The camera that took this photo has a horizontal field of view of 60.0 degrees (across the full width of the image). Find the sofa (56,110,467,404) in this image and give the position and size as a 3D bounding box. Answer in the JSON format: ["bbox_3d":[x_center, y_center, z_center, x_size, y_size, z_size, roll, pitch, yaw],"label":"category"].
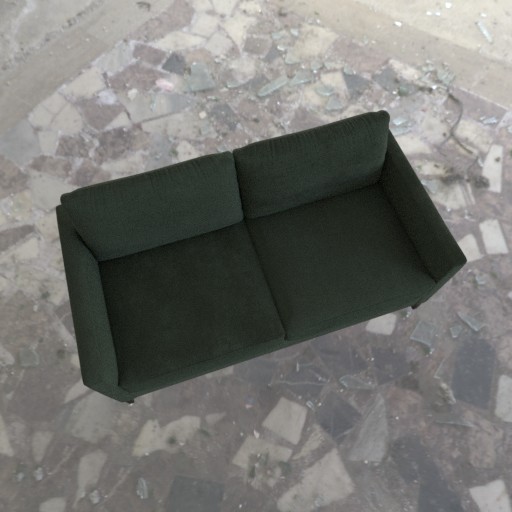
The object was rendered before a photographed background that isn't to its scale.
[{"bbox_3d":[0.000,0.000,2.140,1.676,0.817,0.875,-17,66,-8],"label":"sofa"}]
